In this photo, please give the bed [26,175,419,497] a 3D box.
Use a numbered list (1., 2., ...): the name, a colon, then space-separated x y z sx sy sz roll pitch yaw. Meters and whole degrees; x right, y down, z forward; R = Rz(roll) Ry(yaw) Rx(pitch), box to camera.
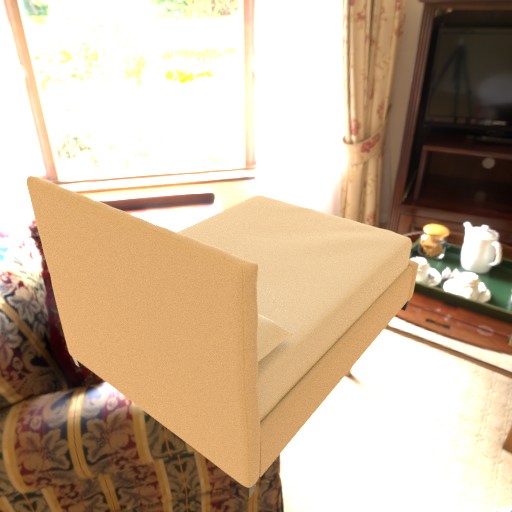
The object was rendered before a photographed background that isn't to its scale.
1. bed: 0.000 0.000 3.195 1.696 1.426 2.233 21 35 33
